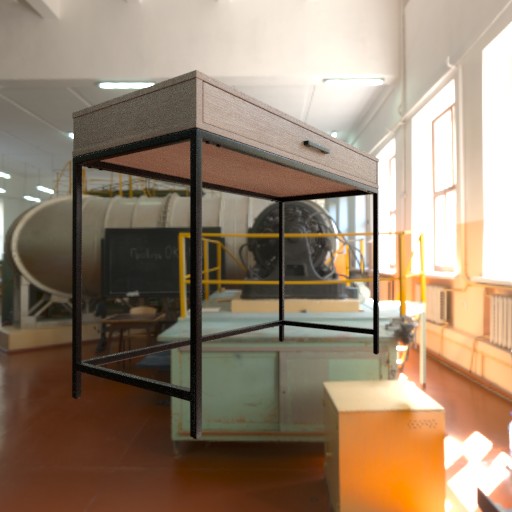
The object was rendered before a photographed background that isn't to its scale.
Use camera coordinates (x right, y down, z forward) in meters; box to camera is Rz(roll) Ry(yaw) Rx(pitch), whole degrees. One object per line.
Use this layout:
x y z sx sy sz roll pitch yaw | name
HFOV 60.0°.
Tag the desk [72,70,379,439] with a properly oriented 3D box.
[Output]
0.000 0.000 1.451 0.470 0.762 1.016 0 0 36 | desk
